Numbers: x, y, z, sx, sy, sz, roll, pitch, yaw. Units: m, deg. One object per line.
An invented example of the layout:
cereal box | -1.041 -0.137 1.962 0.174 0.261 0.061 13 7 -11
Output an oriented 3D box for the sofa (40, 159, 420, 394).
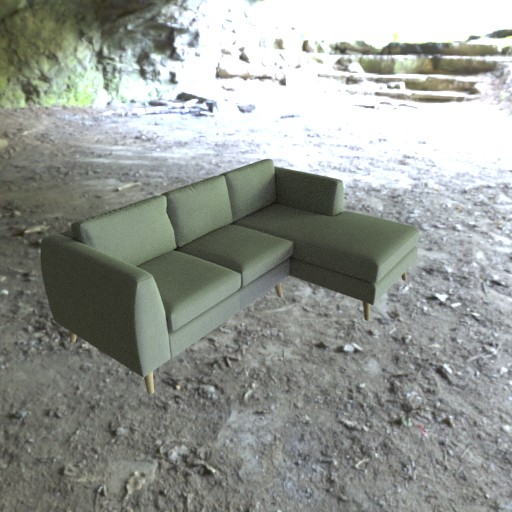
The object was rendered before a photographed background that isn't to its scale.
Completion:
sofa | 0.000 0.000 3.147 1.580 0.860 2.300 19 32 33
